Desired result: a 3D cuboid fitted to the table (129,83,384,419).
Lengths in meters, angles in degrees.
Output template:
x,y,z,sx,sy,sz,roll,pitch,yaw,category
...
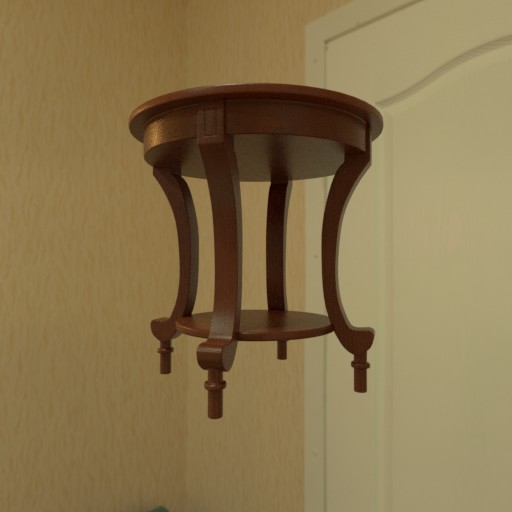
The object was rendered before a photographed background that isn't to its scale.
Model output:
x,y,z,sx,sy,sz,roll,pitch,yaw,category
0.000,0.000,1.080,0.597,0.612,0.597,0,0,0,table
